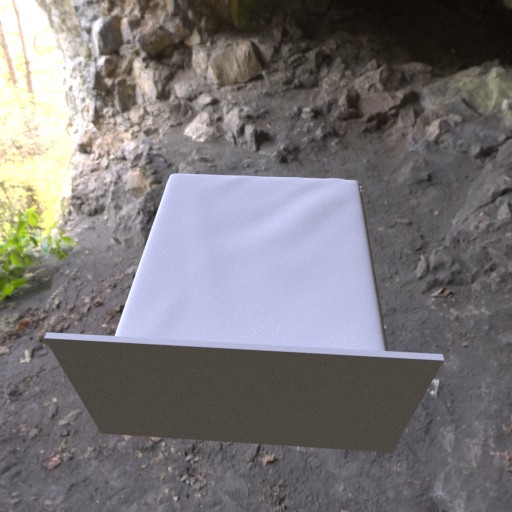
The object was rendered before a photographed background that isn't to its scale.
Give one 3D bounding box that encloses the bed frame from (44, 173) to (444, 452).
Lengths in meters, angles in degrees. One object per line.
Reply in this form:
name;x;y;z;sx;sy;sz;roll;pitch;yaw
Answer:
bed frame;0.000;0.000;2.979;1.711;1.001;2.100;3;46;3
